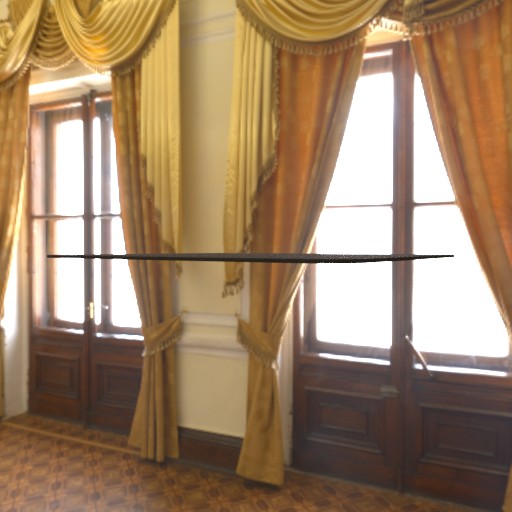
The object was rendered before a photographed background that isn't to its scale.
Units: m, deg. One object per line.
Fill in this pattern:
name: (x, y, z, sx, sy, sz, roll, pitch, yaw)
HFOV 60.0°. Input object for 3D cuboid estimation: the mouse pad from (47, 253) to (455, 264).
mouse pad: (0.000, 0.000, 0.341, 0.249, 0.002, 0.211, 1, 1, 36)
